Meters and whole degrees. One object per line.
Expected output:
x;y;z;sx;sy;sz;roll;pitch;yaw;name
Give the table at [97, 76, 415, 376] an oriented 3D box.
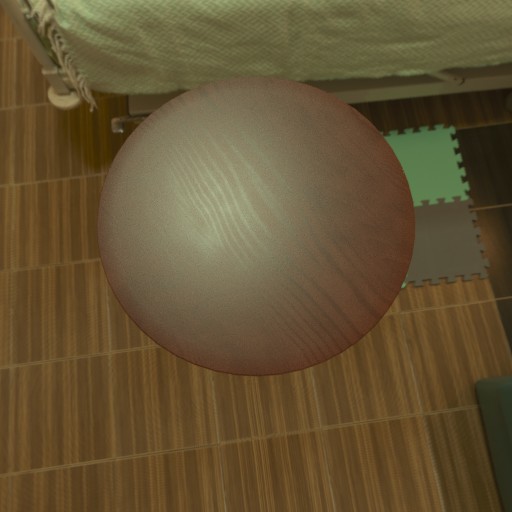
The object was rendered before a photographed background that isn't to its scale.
0.000;0.000;1.125;0.597;0.612;0.597;0;74;0;table
